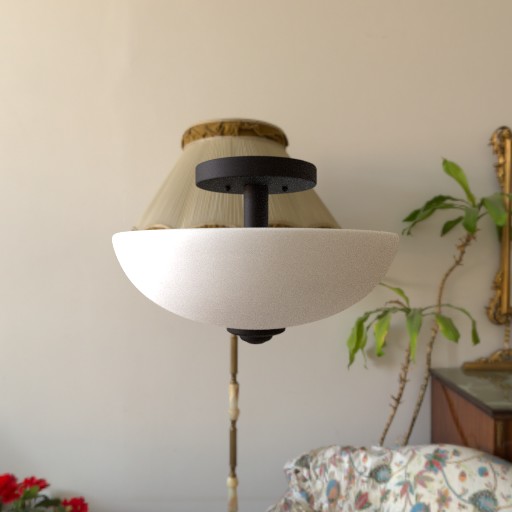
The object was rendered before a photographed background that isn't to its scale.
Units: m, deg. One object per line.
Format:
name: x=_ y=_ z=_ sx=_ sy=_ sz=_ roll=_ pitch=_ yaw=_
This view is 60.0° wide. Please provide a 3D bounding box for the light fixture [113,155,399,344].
light fixture: x=0.000 y=0.000 z=0.538 sx=0.331 sy=0.212 sz=0.331 roll=0 pitch=0 yaw=0
